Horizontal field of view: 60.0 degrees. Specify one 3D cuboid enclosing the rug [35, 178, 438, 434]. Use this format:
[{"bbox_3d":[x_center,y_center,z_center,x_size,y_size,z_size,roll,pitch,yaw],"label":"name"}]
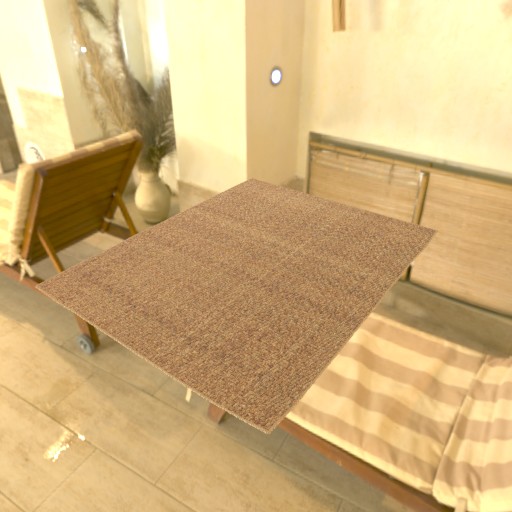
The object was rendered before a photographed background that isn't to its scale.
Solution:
[{"bbox_3d":[0.000,0.000,4.121,2.439,0.013,3.048,21,37,31],"label":"rug"}]
